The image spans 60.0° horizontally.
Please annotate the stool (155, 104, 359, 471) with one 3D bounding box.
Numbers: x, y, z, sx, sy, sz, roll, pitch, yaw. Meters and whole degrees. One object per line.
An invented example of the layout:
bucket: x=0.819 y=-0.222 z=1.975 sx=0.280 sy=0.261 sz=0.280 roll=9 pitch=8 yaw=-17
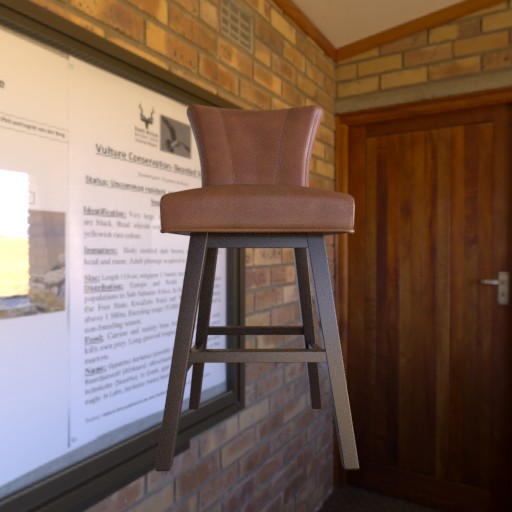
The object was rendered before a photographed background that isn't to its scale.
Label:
stool: x=0.000 y=0.000 z=1.409 sx=0.522 sy=1.094 sz=0.585 roll=0 pitch=1 yaw=-1
